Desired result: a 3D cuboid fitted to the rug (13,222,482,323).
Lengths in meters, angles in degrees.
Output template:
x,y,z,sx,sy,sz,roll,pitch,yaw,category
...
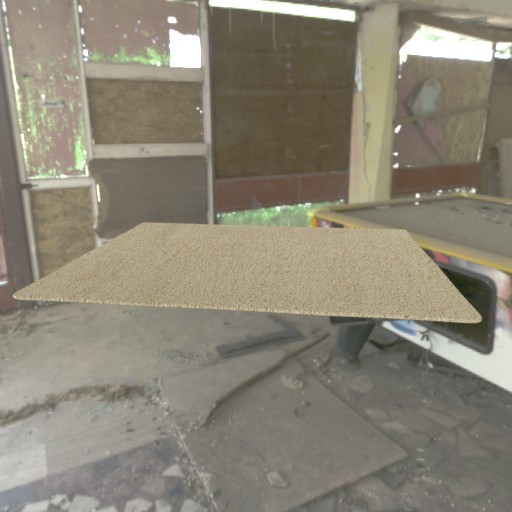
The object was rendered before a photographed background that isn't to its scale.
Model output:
x,y,z,sx,sy,sz,roll,pitch,yaw,category
0.000,0.000,3.900,3.001,0.025,2.401,2,16,7,rug
